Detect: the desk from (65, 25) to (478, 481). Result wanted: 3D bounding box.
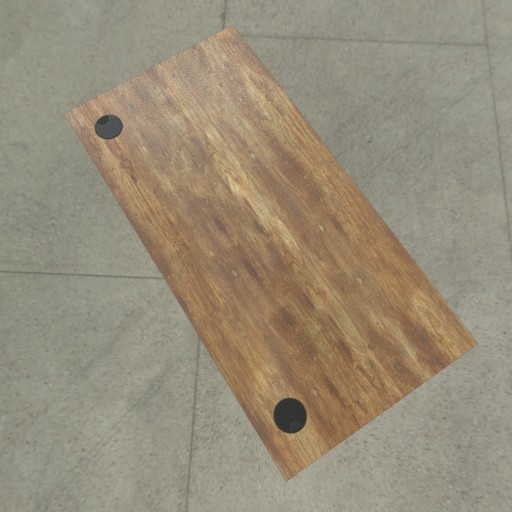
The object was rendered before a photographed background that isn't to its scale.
[{"bbox_3d":[0.000,0.000,1.600,0.600,0.749,1.200,-32,77,-8],"label":"desk"}]
